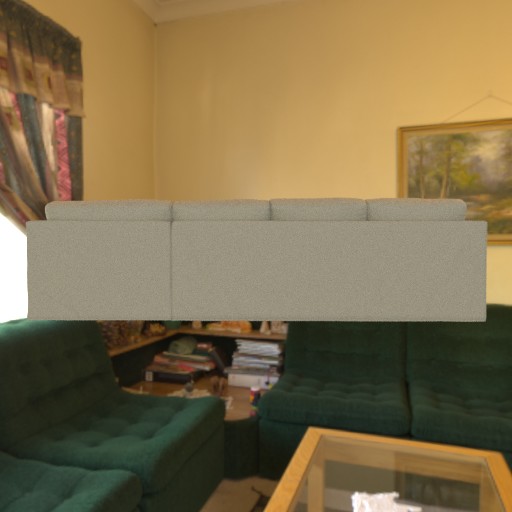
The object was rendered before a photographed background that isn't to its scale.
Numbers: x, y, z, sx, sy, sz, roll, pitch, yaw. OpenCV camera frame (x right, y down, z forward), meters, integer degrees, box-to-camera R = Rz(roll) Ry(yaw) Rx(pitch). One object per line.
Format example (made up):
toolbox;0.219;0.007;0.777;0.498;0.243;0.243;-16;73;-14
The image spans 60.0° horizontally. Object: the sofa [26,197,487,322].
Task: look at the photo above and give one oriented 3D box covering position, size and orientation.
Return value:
sofa;0.000;0.000;3.835;3.177;0.867;1.622;0;1;1
